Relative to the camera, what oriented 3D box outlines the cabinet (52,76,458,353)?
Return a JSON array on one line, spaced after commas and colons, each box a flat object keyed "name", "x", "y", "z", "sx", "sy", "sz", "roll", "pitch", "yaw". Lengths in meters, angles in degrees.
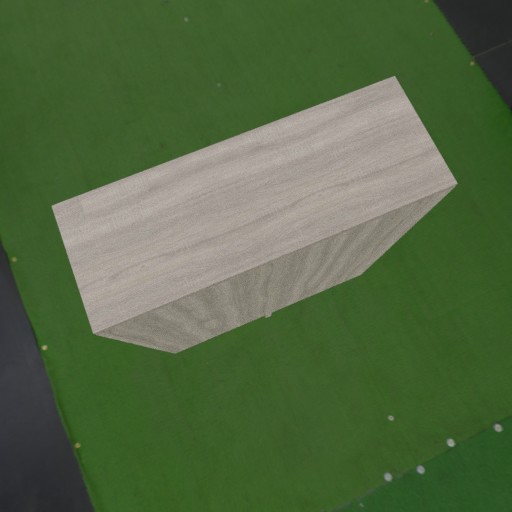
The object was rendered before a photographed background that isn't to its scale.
[{"name": "cabinet", "x": 0.000, "y": 0.000, "z": 1.954, "sx": 1.111, "sy": 1.388, "sz": 0.398, "roll": -22, "pitch": 76, "yaw": -6}]
